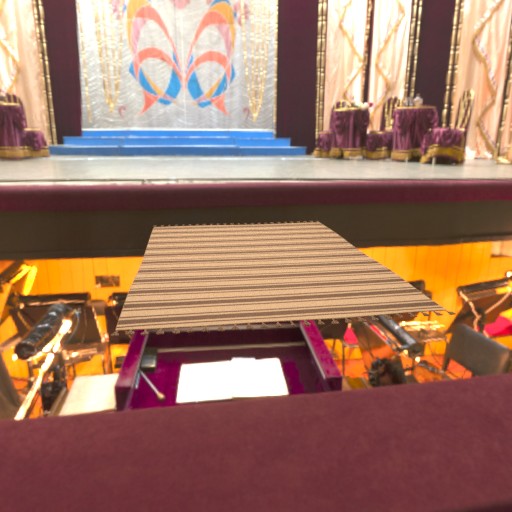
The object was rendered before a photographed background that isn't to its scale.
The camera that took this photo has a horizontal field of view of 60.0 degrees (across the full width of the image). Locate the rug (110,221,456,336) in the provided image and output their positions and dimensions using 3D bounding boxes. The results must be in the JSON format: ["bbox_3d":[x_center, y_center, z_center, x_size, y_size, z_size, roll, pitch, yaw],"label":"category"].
[{"bbox_3d":[0.000,0.000,3.971,2.030,0.017,3.040,-2,16,-8],"label":"rug"}]
